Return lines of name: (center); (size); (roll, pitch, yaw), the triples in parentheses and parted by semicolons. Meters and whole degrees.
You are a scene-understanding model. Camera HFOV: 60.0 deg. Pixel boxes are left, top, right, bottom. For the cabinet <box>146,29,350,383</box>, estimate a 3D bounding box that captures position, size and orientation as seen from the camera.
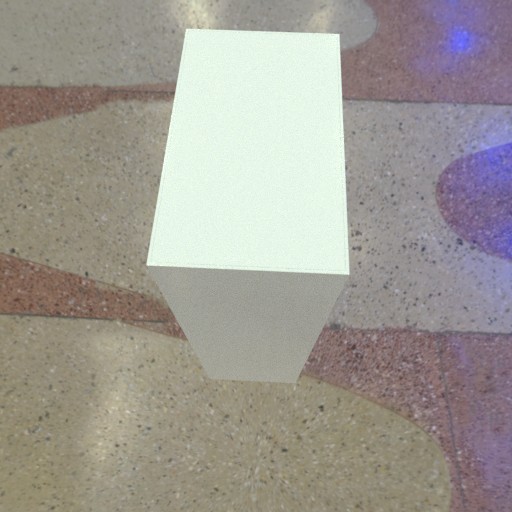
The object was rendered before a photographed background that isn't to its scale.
cabinet: (0.000, 0.000, 2.337); (0.580, 1.920, 0.980); (3, 65, 1)
